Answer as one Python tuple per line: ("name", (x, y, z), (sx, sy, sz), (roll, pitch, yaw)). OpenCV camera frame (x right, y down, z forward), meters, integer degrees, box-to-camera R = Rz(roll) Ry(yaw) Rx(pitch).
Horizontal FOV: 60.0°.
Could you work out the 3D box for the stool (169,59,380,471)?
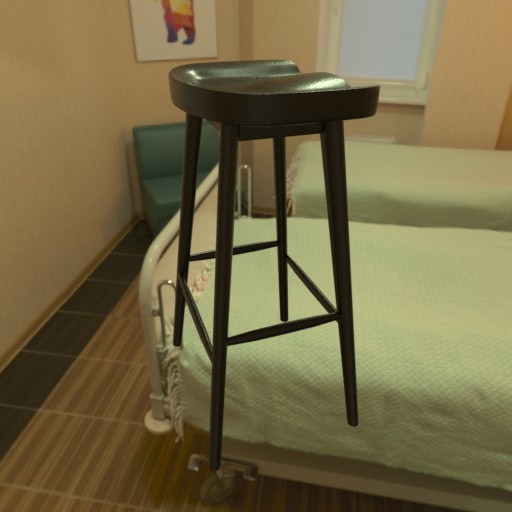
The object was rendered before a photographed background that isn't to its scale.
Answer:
("stool", (0.000, 0.000, 0.976), (0.361, 0.749, 0.440), (-10, 31, -17))
